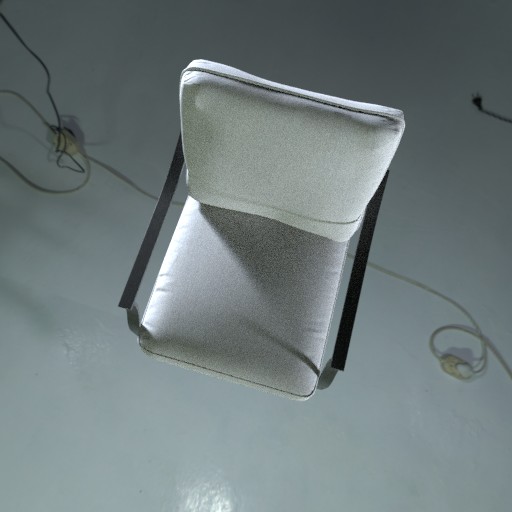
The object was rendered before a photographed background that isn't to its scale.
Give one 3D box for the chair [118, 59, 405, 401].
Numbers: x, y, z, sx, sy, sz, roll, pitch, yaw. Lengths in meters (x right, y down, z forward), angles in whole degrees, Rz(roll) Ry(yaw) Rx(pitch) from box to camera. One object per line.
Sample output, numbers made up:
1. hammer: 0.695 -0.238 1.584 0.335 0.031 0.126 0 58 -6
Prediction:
1. chair: 0.000 0.000 1.411 0.650 0.860 0.787 15 77 4
